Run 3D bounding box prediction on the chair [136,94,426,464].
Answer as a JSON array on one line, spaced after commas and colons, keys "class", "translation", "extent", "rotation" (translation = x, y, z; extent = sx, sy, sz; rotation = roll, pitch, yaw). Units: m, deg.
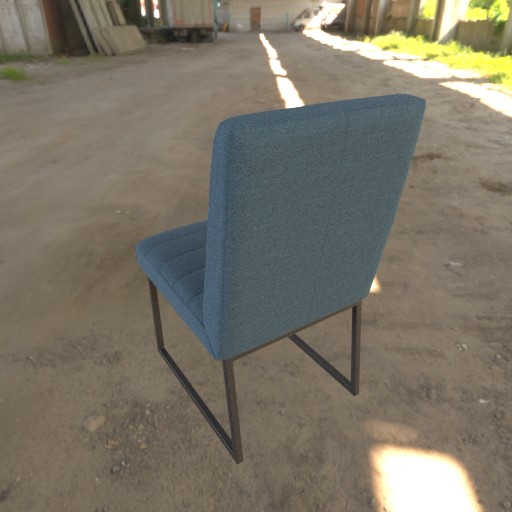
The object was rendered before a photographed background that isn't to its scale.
[{"class": "chair", "translation": [0.000, 0.000, 1.287], "extent": [0.520, 0.930, 0.634], "rotation": [-18, 34, -29]}]
